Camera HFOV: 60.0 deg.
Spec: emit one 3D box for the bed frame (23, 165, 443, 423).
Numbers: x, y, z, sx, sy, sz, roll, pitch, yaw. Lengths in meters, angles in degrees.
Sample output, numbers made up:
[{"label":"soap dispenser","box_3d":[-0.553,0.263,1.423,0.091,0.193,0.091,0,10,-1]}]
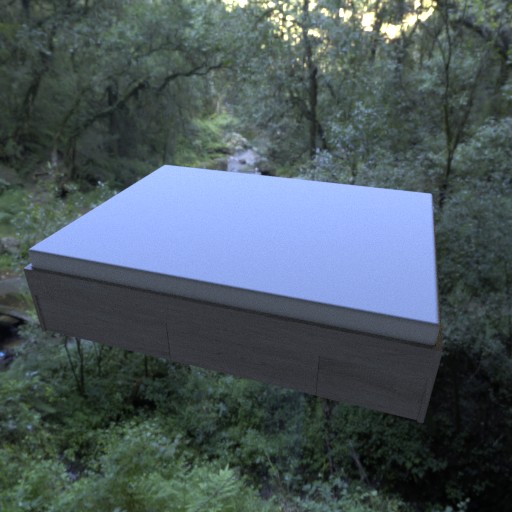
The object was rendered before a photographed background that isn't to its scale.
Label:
[{"label":"bed frame","box_3d":[0.000,0.000,2.596,1.944,0.490,1.448,9,31,16]}]
